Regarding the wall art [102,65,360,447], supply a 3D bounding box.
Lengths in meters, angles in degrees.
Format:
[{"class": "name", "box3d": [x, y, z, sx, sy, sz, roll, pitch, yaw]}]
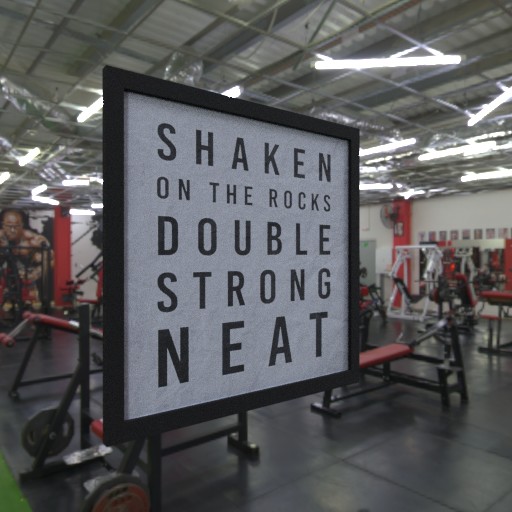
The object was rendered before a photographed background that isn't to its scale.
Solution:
[{"class": "wall art", "box3d": [0.000, 0.000, 0.671, 0.456, 0.458, 0.013, 0, 0, -36]}]
